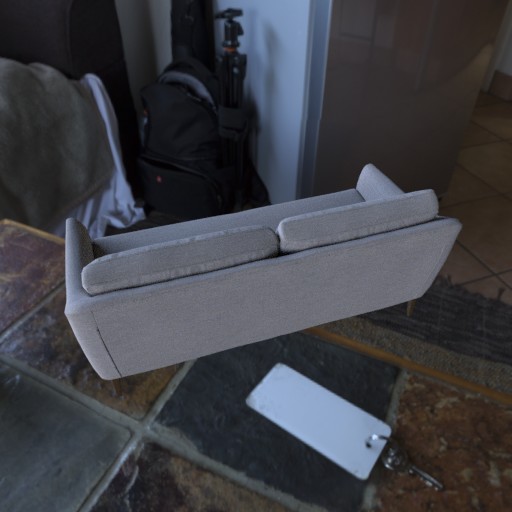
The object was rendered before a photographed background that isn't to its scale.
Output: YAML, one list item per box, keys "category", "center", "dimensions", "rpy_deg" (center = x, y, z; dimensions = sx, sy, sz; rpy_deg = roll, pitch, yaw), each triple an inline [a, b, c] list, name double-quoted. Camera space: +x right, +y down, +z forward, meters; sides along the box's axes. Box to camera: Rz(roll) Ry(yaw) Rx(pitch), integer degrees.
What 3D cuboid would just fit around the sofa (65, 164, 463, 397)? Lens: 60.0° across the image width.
- category: "sofa"
  center: [0.000, 0.000, 2.575]
  dimensions: [2.036, 0.913, 0.980]
  rpy_deg: [-12, 43, -14]
